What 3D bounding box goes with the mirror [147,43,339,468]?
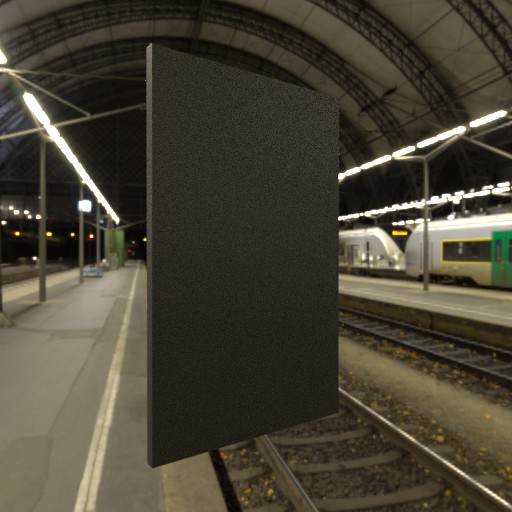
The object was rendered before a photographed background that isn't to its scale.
[{"bbox_3d":[0.000,0.000,1.508,0.762,1.219,0.038,0,0,-36],"label":"mirror"}]
